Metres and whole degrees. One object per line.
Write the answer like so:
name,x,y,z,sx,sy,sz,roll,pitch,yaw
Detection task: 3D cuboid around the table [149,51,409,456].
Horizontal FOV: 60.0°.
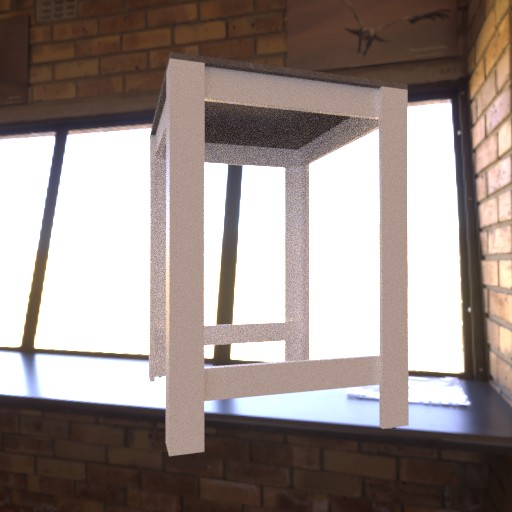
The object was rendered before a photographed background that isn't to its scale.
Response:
table,0.000,0.000,1.596,0.700,1.020,0.800,0,-1,-17
